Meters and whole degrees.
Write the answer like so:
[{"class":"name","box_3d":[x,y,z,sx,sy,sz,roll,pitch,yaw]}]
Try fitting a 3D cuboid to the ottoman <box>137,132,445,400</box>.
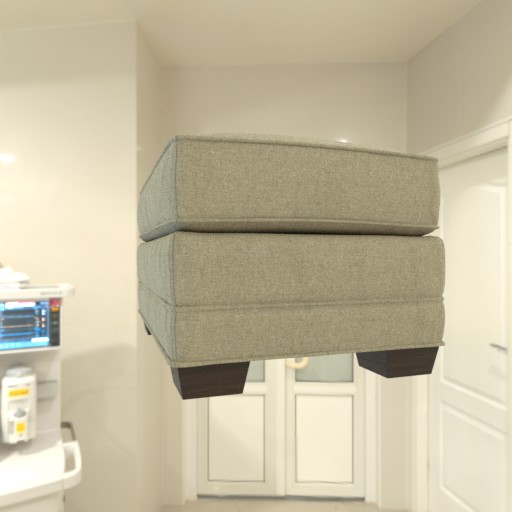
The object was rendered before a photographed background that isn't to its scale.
[{"class":"ottoman","box_3d":[0.000,0.000,1.238,0.611,0.508,0.848,0,0,-19]}]
